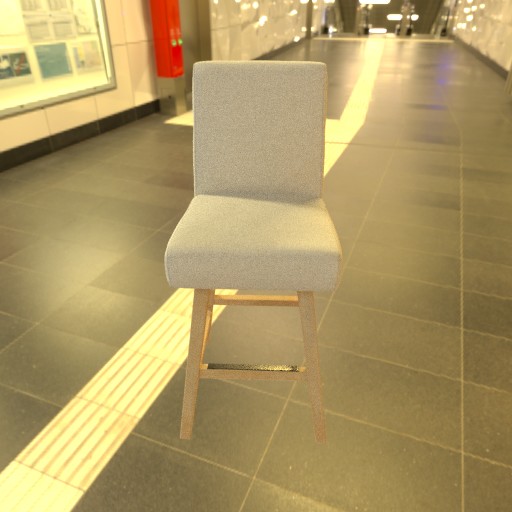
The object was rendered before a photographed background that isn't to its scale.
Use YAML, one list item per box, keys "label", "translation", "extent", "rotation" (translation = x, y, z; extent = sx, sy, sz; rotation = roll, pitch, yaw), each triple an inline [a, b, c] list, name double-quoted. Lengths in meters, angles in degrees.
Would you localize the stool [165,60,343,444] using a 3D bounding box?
- label: "stool"
  translation: [0.000, 0.000, 1.317]
  extent: [0.446, 1.015, 0.543]
  rotation: [1, 30, 2]
